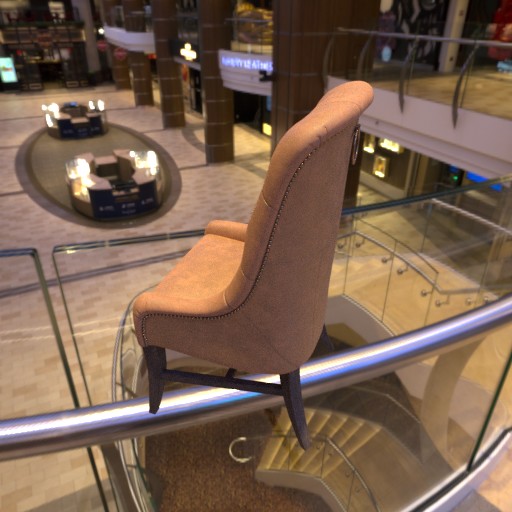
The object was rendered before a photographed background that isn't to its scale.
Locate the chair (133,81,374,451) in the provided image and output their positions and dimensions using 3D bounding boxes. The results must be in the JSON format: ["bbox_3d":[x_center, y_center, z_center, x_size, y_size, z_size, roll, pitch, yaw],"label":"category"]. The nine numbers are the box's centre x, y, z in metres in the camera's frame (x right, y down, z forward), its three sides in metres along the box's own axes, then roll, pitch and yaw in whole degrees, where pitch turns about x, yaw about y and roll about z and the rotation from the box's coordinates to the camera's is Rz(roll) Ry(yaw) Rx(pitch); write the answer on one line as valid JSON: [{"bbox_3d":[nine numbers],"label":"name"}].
[{"bbox_3d":[0.000,0.000,1.472,0.629,1.091,0.634,9,31,15],"label":"chair"}]
